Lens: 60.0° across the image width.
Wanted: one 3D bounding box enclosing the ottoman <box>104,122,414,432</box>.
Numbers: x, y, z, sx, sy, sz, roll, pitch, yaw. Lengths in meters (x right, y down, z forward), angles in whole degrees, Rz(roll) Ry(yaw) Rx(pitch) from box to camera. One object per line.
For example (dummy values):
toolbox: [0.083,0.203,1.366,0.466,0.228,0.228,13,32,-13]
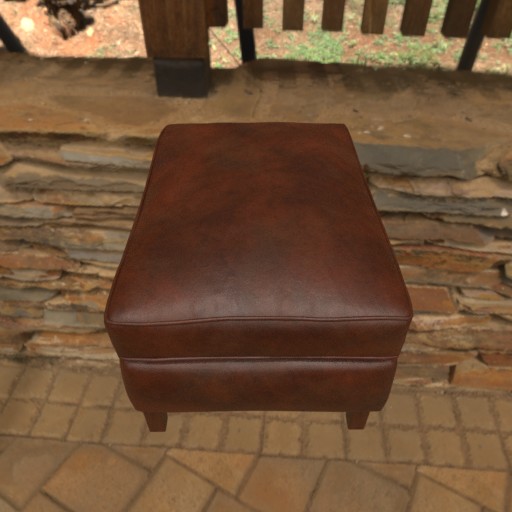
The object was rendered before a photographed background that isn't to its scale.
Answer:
ottoman: [0.000,0.000,0.987,0.501,0.432,0.665,0,42,0]
